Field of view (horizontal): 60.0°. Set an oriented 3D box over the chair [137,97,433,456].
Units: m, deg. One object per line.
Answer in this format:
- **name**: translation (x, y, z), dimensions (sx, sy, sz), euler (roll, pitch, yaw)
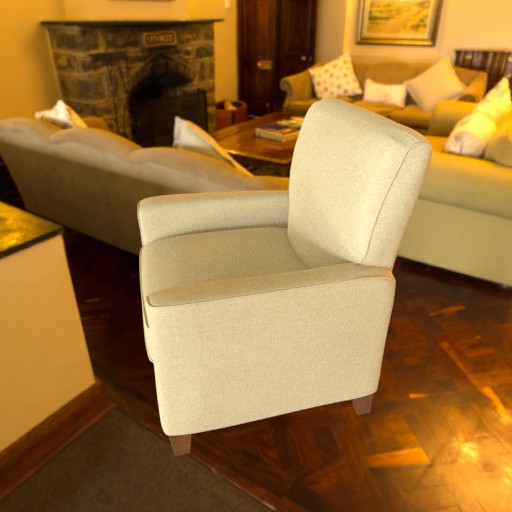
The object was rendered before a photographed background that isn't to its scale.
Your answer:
- **chair**: translation (0.000, 0.000, 1.637), dimensions (0.858, 1.023, 0.841), euler (-7, 30, -13)
